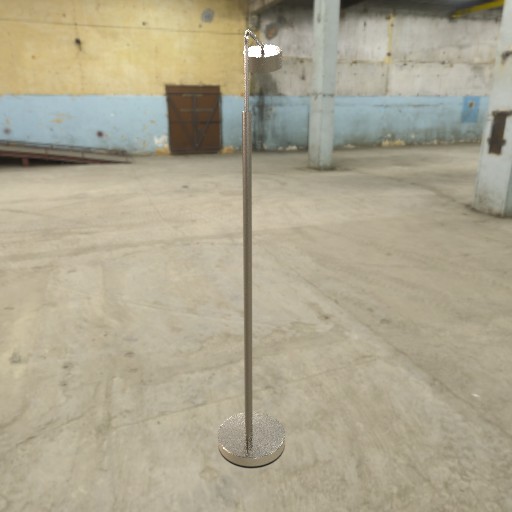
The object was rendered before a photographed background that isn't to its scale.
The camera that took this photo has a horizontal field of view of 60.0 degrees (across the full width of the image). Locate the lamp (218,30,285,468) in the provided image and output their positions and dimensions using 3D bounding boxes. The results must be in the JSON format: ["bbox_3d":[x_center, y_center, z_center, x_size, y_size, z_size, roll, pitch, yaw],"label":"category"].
[{"bbox_3d":[0.000,0.000,1.383,0.222,1.250,0.421,3,18,8],"label":"lamp"}]
